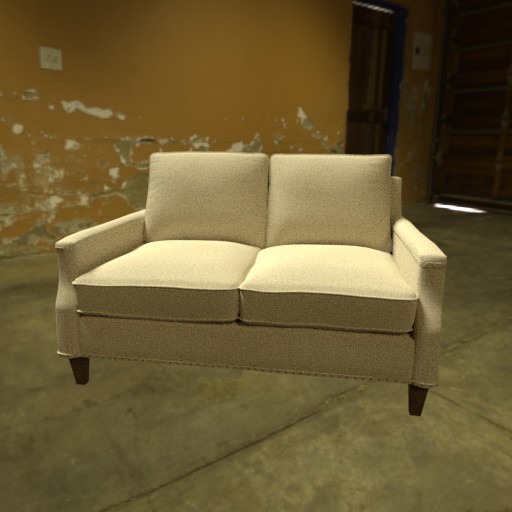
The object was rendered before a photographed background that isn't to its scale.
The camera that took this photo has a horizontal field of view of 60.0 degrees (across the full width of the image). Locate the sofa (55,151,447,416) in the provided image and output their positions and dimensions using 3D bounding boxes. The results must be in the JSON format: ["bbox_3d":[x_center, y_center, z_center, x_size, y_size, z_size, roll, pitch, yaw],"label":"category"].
[{"bbox_3d":[0.000,0.000,2.221,1.597,1.003,1.084,2,14,9],"label":"sofa"}]
